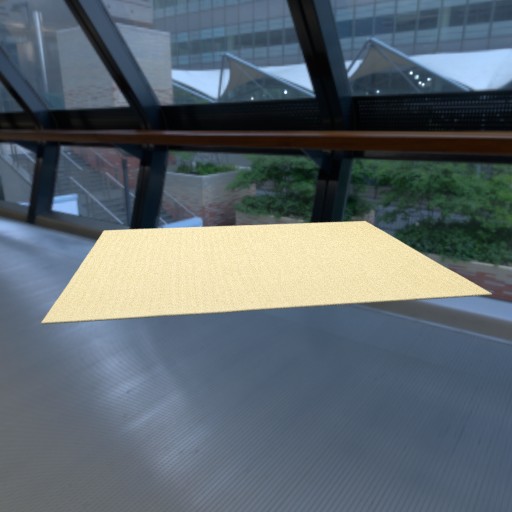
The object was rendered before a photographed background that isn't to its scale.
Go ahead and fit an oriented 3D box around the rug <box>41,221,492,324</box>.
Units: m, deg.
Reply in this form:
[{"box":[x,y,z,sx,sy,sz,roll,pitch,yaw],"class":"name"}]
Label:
[{"box":[0.000,0.000,4.235,3.204,0.016,2.452,-3,18,-8],"class":"rug"}]
